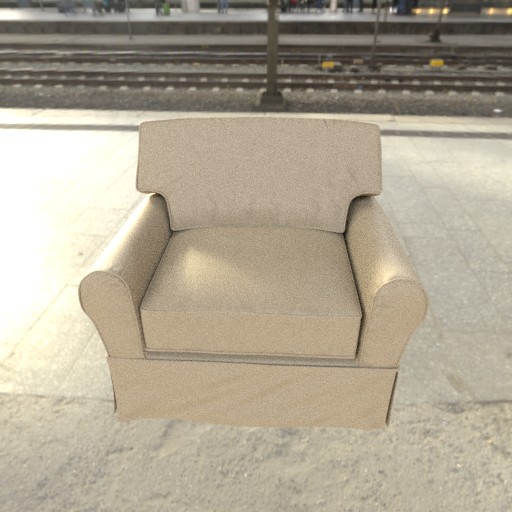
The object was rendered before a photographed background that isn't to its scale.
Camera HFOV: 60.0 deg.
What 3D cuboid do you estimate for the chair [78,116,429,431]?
[{"bbox_3d":[0.000,0.000,1.749,1.096,0.937,0.903,2,31,3],"label":"chair"}]
